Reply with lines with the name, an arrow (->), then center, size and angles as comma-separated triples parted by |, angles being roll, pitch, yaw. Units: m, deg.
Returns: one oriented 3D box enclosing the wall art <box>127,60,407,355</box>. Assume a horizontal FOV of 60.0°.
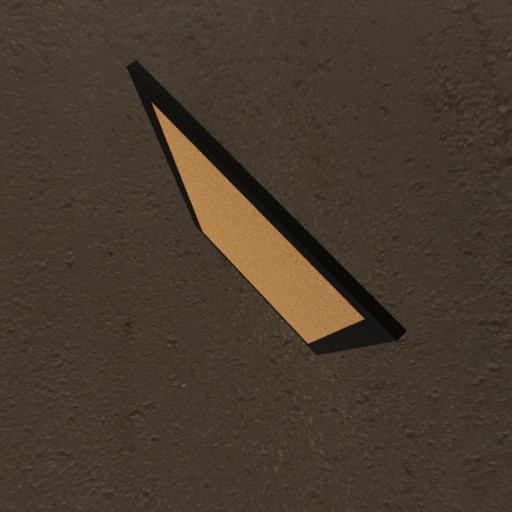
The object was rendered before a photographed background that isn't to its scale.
wall art -> 0.000, 0.000, 0.587 | 0.011, 0.459, 0.326 | -42, 80, -9
